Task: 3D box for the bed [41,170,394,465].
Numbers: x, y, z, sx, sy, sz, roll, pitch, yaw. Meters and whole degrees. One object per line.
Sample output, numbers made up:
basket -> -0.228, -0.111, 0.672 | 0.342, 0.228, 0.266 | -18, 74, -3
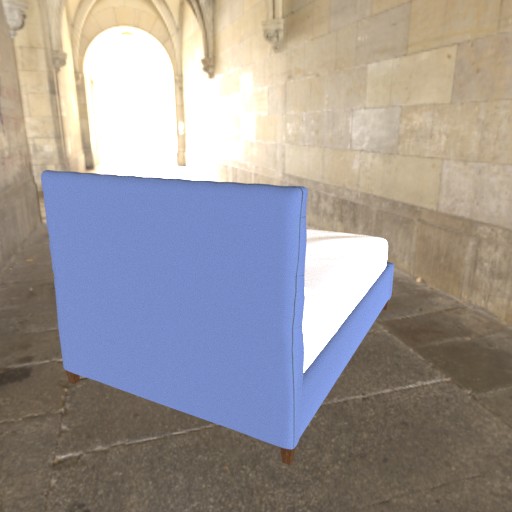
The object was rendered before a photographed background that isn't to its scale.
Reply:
bed -> 0.000, 0.000, 3.443 | 1.706, 1.427, 2.387 | 8, 18, 27
